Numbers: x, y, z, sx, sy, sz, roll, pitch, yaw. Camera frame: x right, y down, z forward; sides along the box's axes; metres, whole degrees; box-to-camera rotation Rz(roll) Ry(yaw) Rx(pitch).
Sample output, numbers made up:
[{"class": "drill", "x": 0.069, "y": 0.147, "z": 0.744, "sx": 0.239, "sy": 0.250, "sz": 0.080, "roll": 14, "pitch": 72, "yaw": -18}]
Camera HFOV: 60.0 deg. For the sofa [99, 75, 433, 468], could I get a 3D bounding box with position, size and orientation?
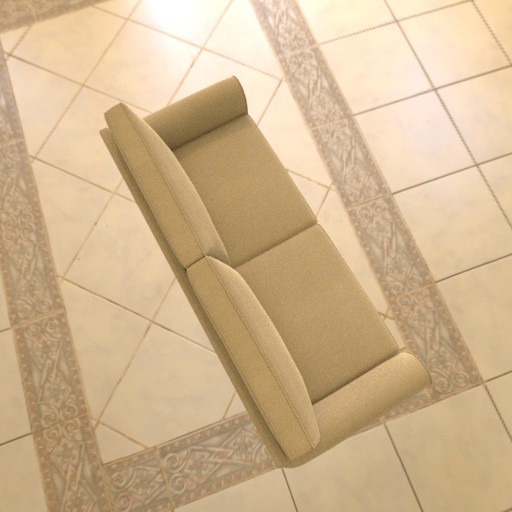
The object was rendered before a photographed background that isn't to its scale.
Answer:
[{"class": "sofa", "x": 0.000, "y": 0.000, "z": 2.573, "sx": 0.901, "sy": 0.962, "sz": 2.146, "roll": -29, "pitch": 76, "yaw": -8}]
